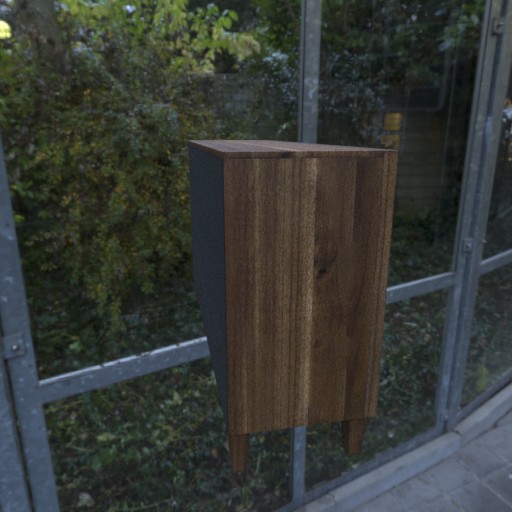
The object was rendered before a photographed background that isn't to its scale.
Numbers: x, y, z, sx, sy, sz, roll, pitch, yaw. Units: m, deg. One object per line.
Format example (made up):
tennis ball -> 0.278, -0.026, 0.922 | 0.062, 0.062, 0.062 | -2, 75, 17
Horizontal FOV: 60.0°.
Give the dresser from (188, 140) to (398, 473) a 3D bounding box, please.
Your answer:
dresser -> 0.000, 0.000, 1.812 | 0.438, 0.892, 1.387 | -3, 16, -11
